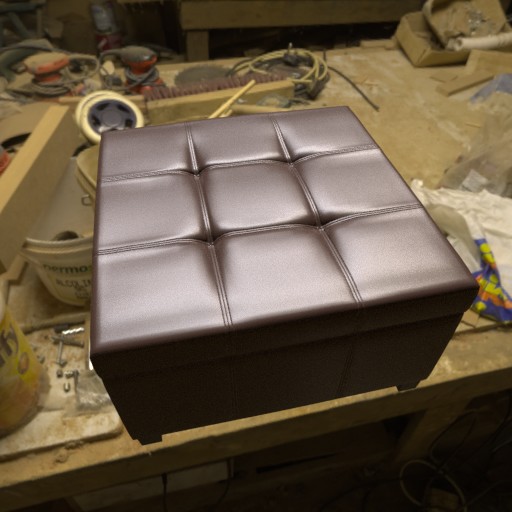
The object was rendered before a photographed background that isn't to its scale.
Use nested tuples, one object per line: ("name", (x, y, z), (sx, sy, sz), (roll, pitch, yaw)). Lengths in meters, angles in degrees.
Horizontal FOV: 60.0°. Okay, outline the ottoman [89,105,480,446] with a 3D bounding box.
("ottoman", (0.000, 0.000, 1.254), (0.787, 0.460, 0.788), (-9, 47, -8))
